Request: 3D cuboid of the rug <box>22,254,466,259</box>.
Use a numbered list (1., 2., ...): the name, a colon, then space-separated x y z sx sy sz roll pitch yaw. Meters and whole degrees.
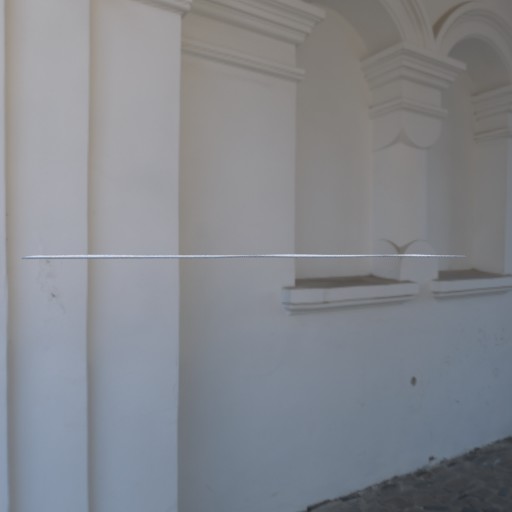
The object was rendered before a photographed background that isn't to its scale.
1. rug: 0.000 0.000 2.718 2.439 0.013 0.762 0 1 -16
